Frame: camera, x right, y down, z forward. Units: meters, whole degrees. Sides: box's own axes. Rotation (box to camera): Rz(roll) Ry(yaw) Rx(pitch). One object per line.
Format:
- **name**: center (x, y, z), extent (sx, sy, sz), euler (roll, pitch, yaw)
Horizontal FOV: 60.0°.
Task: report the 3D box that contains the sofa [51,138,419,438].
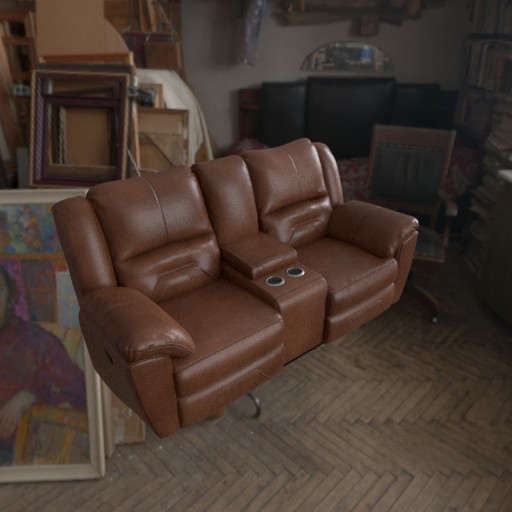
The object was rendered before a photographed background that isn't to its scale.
- **sofa**: center (0.000, 0.000, 2.672), extent (2.058, 1.043, 0.991), euler (-21, 35, -33)
